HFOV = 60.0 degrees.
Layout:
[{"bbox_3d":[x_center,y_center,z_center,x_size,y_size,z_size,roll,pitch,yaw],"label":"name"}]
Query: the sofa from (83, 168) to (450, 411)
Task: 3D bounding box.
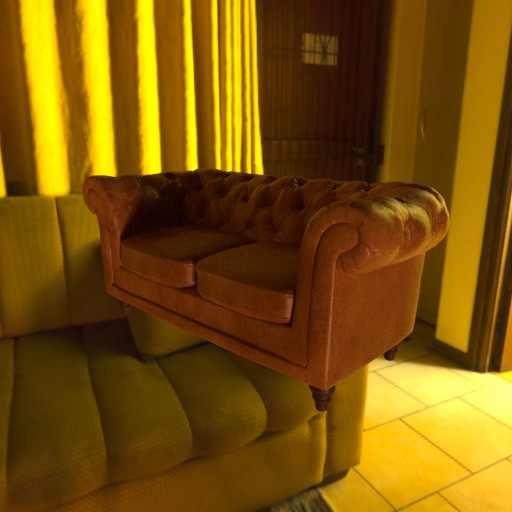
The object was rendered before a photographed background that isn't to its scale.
[{"bbox_3d":[0.000,0.000,2.484,1.979,0.877,1.042,14,20,41],"label":"sofa"}]
